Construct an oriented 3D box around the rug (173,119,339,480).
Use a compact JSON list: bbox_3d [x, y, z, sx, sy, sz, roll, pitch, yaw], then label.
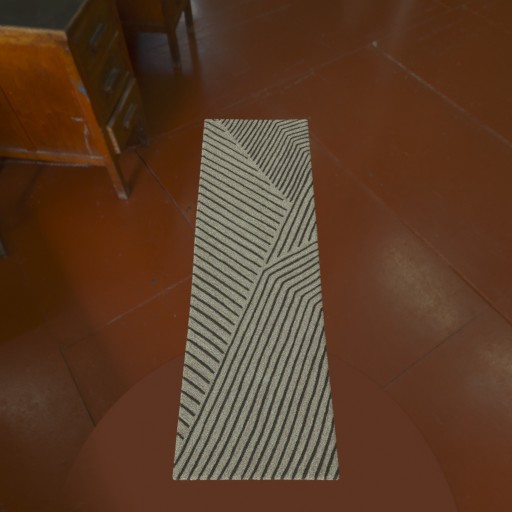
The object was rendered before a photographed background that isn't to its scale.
[{"bbox_3d":[0.000,0.000,2.691,0.773,0.020,2.439,0,58,0],"label":"rug"}]
